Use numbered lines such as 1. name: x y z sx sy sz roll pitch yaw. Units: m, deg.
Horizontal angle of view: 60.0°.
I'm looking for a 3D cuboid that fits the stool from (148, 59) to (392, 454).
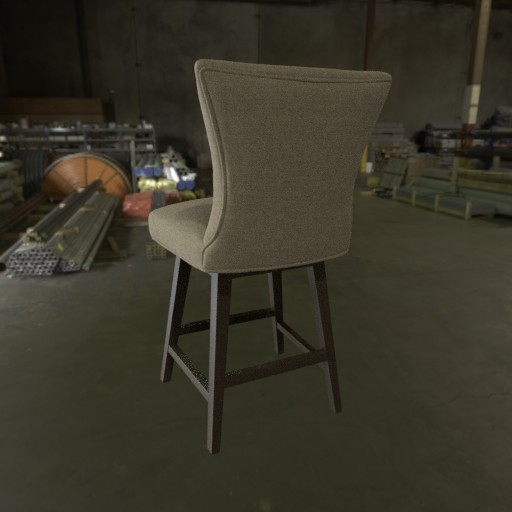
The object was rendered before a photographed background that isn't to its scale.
1. stool: 0.000 0.000 1.323 0.514 1.000 0.574 -8 18 -25
